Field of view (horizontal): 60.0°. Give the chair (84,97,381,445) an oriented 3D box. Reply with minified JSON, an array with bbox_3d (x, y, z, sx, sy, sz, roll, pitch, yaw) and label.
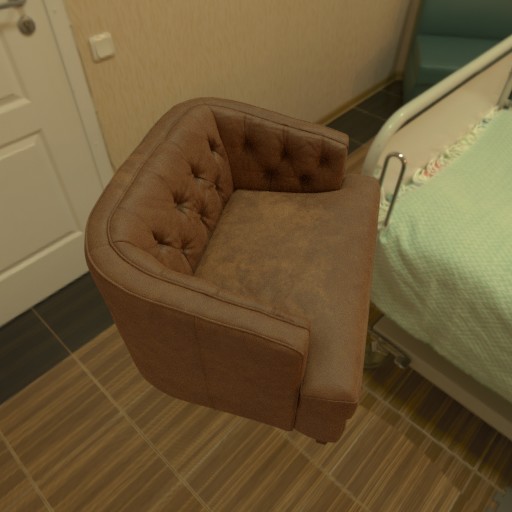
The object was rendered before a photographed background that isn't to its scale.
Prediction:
[{"bbox_3d":[0.000,0.000,1.752,0.911,0.836,1.119,11,48,10],"label":"chair"}]
